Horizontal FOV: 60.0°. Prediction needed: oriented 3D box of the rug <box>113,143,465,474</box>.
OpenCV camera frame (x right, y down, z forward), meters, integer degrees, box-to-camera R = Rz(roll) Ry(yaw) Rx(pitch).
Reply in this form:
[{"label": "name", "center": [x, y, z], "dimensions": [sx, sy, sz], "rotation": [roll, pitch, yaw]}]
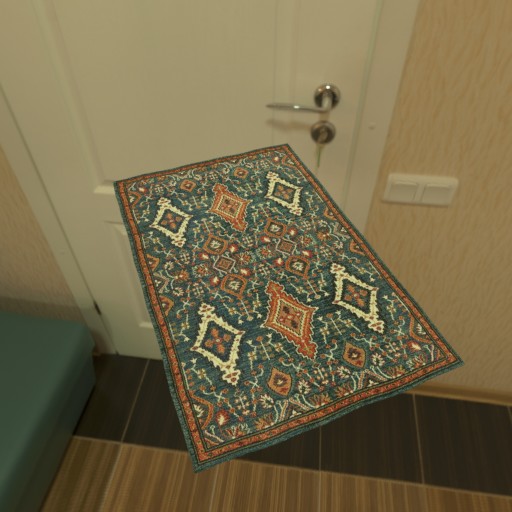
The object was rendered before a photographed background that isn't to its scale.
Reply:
[{"label": "rug", "center": [0.000, 0.000, 4.215], "dimensions": [2.190, 0.008, 3.371], "rotation": [-16, 49, -15]}]
